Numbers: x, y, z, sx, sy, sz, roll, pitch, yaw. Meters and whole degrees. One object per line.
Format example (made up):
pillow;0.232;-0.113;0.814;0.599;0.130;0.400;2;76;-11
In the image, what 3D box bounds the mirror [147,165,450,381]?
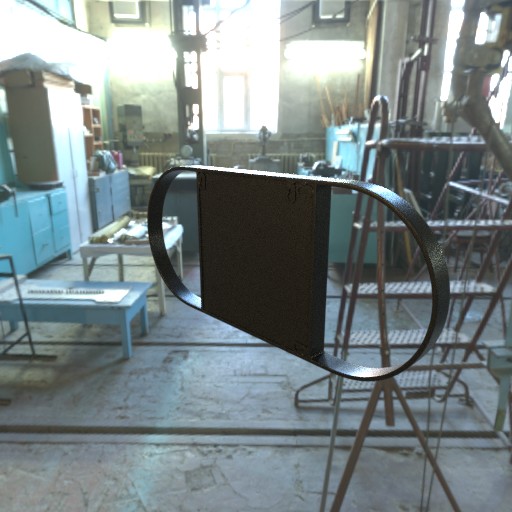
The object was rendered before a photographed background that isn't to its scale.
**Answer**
mirror;0.000;0.000;0.681;0.032;0.254;0.584;-15;22;-42
